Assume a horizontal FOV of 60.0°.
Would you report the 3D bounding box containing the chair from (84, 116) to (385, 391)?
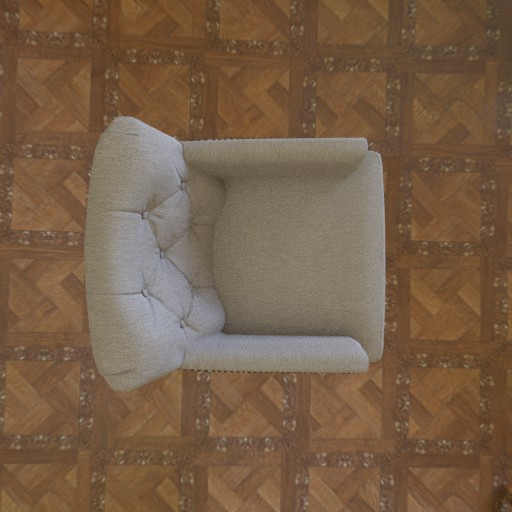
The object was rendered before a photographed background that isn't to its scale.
[{"bbox_3d":[0.000,0.000,1.530,0.902,0.823,0.737,0,89,-1],"label":"chair"}]
